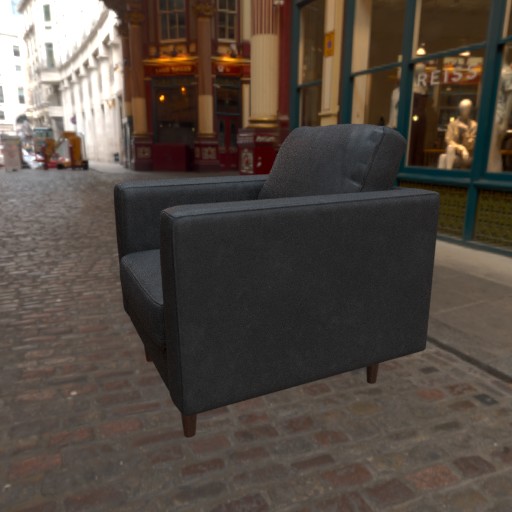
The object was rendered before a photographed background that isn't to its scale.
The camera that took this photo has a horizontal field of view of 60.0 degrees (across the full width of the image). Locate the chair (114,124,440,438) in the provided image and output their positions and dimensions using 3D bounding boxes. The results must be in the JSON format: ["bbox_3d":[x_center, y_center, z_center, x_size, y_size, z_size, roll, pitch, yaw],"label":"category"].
[{"bbox_3d":[0.000,0.000,1.567,0.879,0.898,0.831,-7,16,-25],"label":"chair"}]
